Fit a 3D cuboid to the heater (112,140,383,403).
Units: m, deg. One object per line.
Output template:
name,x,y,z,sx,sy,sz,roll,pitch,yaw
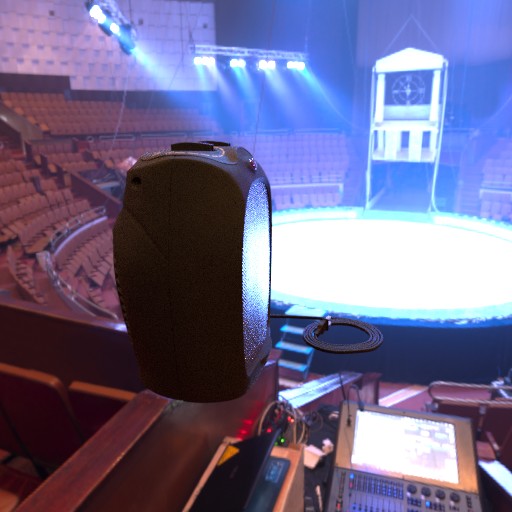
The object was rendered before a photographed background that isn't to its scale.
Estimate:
heater,0.000,0.000,0.477,0.291,0.240,0.239,3,16,11
